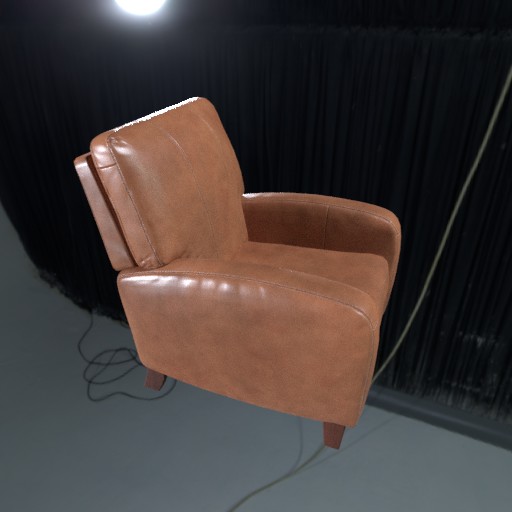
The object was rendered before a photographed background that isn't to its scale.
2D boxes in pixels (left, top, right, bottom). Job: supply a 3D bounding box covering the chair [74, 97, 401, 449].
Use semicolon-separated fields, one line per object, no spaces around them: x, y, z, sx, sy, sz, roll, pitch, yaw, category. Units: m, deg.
0.000;0.000;1.653;0.990;0.990;0.762;11;32;18;chair
